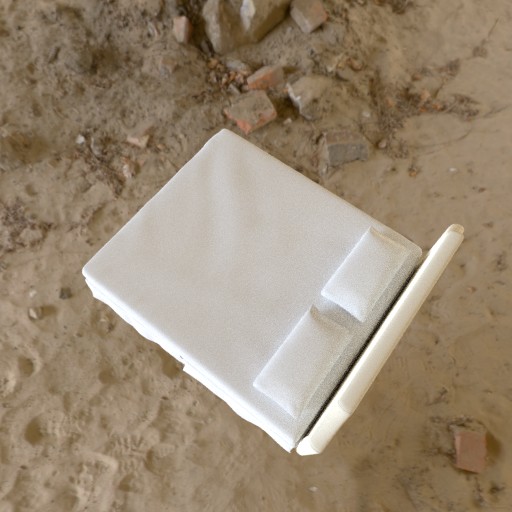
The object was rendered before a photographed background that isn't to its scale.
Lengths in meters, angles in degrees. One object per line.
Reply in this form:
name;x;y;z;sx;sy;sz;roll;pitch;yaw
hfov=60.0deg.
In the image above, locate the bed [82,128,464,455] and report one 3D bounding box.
bed;0.000;0.000;4.165;2.773;1.590;2.350;35;70;15
